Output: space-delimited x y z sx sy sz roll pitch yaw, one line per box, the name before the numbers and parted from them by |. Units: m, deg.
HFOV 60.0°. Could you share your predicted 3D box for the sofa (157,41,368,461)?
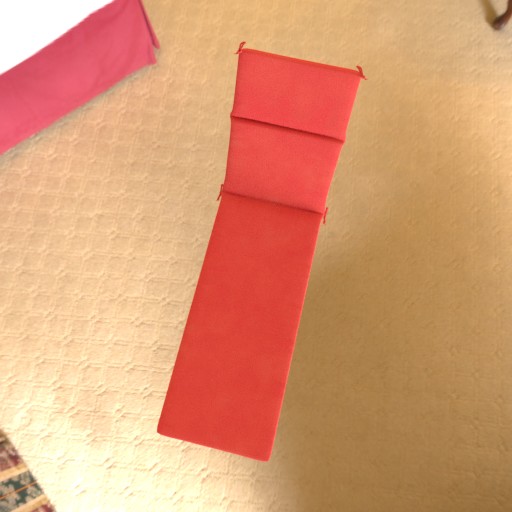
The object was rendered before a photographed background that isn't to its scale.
sofa | 0.000 0.000 1.916 0.582 0.622 1.663 13 75 4
